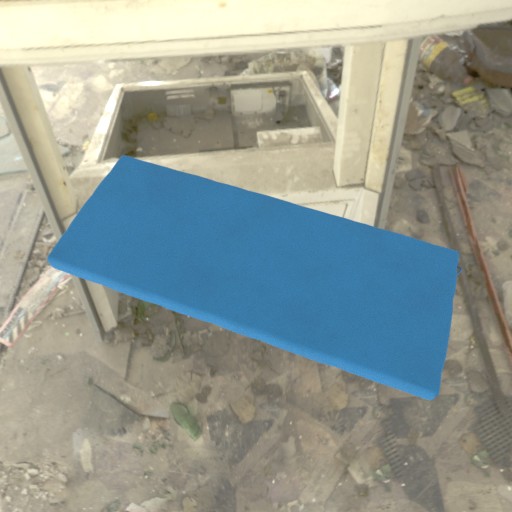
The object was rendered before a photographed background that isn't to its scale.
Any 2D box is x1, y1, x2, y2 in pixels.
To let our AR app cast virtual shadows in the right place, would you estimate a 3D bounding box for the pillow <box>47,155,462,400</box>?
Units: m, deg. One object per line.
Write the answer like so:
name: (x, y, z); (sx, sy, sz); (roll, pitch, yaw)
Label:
pillow: (0.000, 0.000, 1.337); (1.187, 0.081, 0.492); (17, 60, 11)
